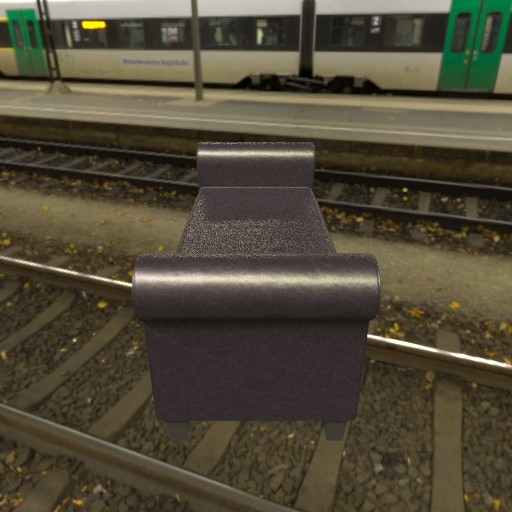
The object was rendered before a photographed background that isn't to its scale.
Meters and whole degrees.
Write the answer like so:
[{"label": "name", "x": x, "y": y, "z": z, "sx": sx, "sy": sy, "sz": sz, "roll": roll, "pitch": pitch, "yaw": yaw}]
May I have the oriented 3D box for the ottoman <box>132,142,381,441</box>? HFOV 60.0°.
[{"label": "ottoman", "x": 0.000, "y": 0.000, "z": 1.548, "sx": 0.521, "sy": 0.547, "sz": 1.256, "roll": 0, "pitch": 26, "yaw": 0}]
